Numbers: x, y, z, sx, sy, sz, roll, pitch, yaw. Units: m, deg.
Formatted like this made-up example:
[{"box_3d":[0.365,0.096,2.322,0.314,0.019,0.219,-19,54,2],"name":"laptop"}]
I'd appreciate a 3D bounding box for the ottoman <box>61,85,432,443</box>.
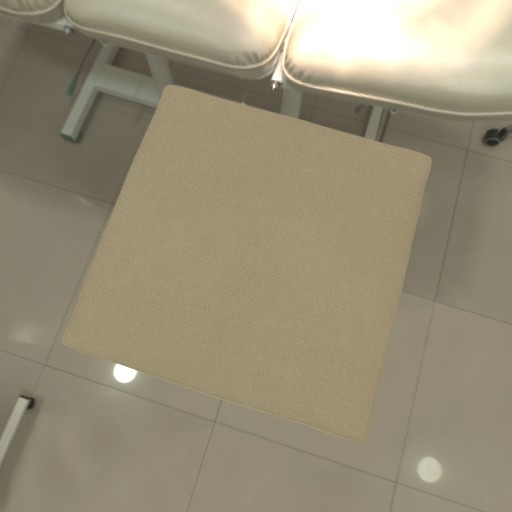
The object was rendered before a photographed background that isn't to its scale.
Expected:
[{"box_3d":[0.000,0.000,1.894,1.205,0.522,1.190,17,76,4],"name":"ottoman"}]
